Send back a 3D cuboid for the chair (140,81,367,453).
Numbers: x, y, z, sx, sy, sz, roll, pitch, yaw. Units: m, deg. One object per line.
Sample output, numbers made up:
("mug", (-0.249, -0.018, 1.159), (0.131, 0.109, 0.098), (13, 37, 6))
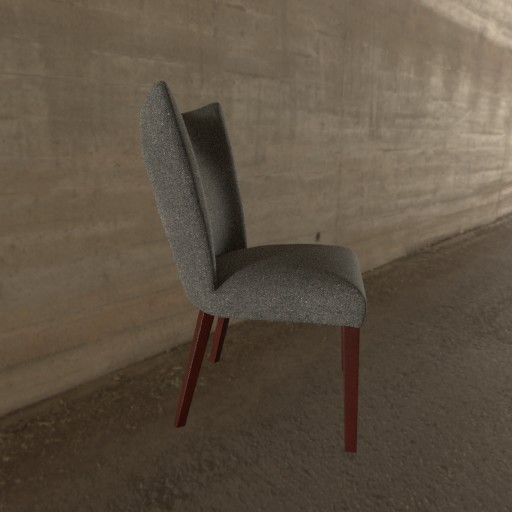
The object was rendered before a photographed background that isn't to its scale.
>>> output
("chair", (0.000, 0.000, 1.323), (0.623, 0.924, 0.535), (2, 14, 9))
